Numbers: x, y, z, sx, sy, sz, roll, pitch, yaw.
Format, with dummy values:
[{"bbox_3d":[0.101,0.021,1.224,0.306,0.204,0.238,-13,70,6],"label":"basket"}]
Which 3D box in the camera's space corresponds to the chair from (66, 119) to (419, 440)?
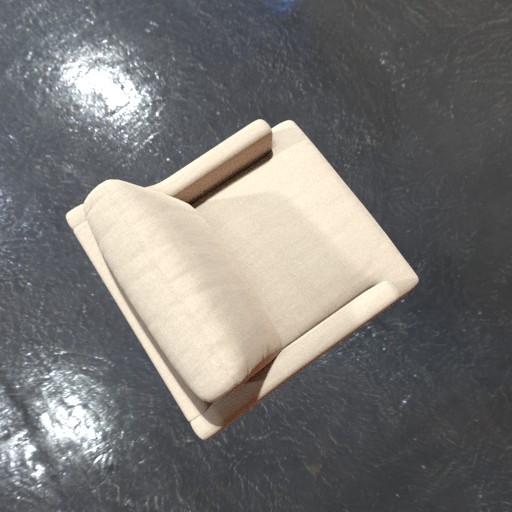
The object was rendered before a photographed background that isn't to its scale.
[{"bbox_3d":[0.000,0.000,1.732,1.001,0.916,0.912,-33,78,-8],"label":"chair"}]
